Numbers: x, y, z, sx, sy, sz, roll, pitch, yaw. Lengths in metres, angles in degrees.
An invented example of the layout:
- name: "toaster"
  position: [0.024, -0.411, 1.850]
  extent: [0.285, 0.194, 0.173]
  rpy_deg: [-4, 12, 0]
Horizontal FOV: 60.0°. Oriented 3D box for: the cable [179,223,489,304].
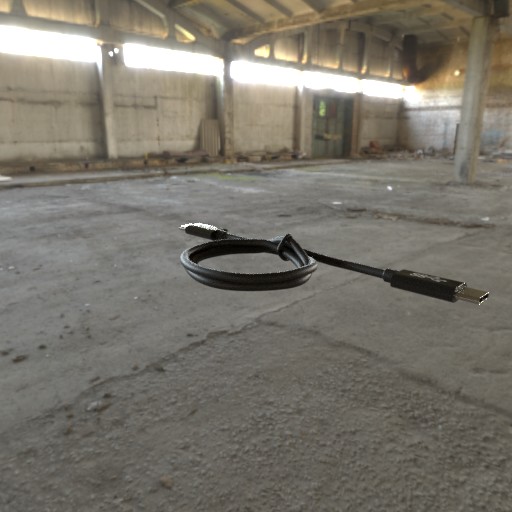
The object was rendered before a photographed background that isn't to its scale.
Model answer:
- name: "cable"
  position: [0.000, 0.000, 0.209]
  extent: [0.186, 0.014, 0.070]
  rpy_deg: [15, 21, 43]
